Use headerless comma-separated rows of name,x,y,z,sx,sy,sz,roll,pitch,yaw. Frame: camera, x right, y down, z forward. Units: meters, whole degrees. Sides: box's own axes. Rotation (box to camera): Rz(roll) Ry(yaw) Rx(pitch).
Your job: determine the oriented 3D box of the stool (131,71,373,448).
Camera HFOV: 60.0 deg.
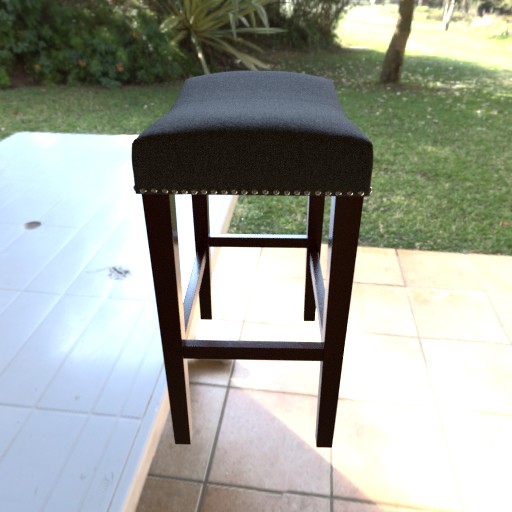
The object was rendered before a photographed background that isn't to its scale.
stool,0.000,0.000,1.034,0.372,0.742,0.504,1,32,1
